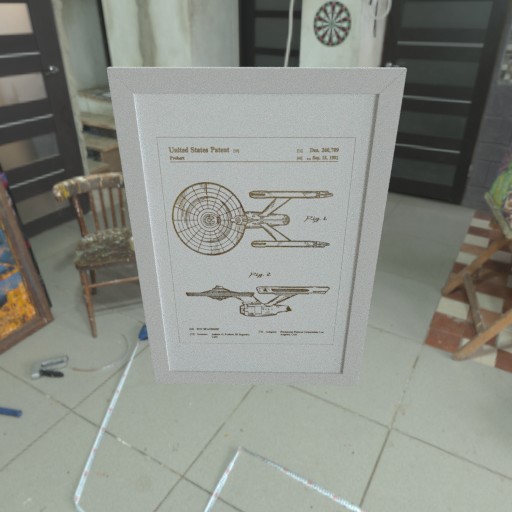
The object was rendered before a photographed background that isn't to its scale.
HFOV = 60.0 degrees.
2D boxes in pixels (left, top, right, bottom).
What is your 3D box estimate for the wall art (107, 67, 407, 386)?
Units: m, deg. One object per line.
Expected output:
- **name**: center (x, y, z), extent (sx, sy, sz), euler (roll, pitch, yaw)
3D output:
- **wall art**: center (0.000, 0.000, 0.837), extent (0.454, 0.659, 0.011), euler (0, 30, 1)
